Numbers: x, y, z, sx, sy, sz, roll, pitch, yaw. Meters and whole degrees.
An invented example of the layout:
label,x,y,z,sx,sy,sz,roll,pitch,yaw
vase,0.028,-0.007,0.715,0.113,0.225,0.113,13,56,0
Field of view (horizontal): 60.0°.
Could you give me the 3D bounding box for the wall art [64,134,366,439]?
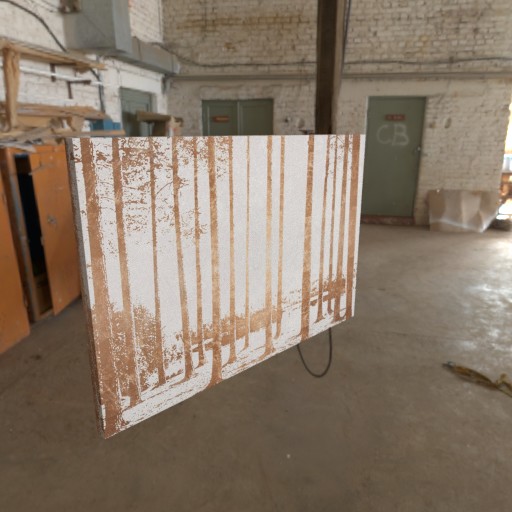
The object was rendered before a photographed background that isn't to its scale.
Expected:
label,x,y,z,sx,sy,sz,roll,pitch,yaw
wall art,0.000,0.000,1.161,0.914,0.609,0.035,-15,22,-42
